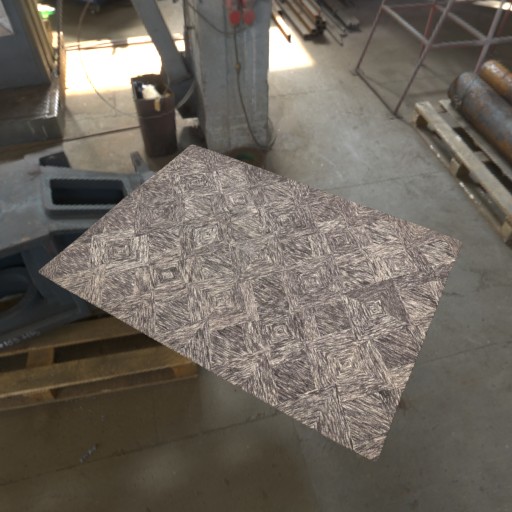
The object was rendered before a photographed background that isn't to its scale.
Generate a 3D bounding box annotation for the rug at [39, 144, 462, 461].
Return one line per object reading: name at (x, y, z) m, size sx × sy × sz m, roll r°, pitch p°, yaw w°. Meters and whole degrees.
rug at (0.000, 0.000, 5.236) m, size 4.093 × 0.020 × 2.997 m, roll 24°, pitch 52°, yaw 20°
